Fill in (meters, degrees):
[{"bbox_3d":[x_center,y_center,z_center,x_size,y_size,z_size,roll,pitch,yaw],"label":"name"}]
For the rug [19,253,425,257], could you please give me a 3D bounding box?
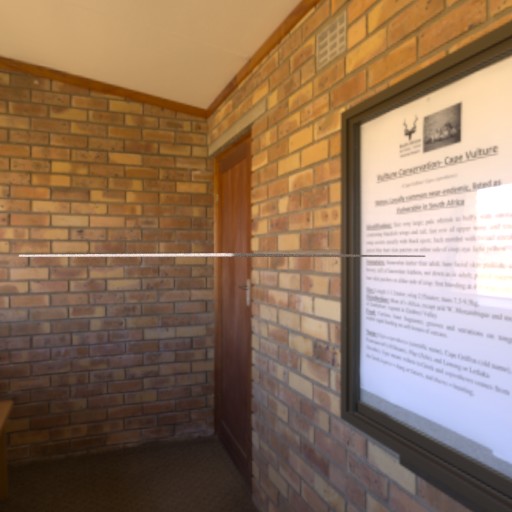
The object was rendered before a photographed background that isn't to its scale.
[{"bbox_3d":[0.000,0.000,2.193,1.143,0.008,1.753,0,0,36],"label":"rug"}]
